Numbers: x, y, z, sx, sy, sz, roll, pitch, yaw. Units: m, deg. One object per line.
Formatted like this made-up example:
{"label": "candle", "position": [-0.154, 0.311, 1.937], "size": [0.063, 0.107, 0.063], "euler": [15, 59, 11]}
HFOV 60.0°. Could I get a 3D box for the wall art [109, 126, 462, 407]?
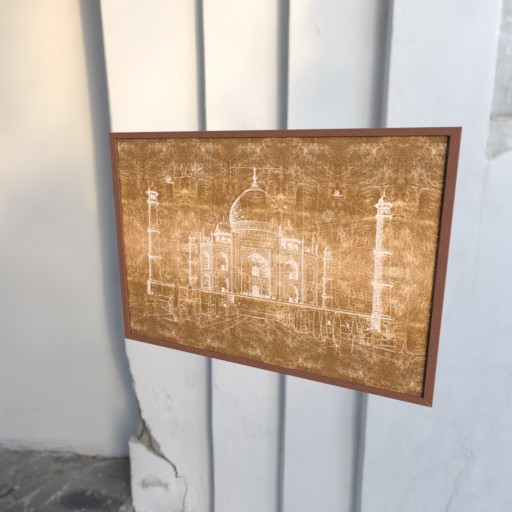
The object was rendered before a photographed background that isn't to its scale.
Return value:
{"label": "wall art", "position": [0.000, 0.000, 0.832], "size": [0.660, 0.455, 0.014], "euler": [6, 15, 24]}
